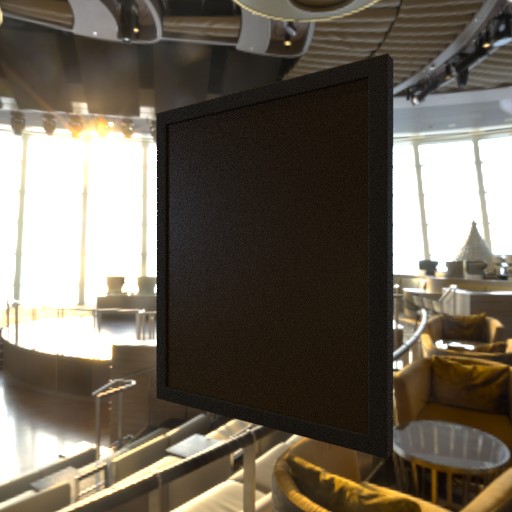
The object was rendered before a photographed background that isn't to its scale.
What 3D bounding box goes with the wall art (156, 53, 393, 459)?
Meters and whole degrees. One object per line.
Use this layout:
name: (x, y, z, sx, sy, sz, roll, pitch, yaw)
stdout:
wall art: (0.000, 0.000, 0.749, 0.457, 0.558, 0.028, 0, 0, 35)
